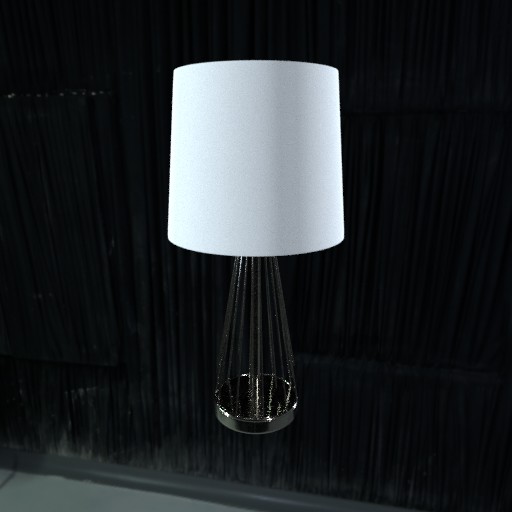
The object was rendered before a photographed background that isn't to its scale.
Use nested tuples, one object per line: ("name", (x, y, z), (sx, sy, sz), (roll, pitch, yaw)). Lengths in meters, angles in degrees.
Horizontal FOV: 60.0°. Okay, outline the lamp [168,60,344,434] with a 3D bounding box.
("lamp", (0.000, 0.000, 0.789), (0.303, 0.618, 0.303), (0, 16, 0))
